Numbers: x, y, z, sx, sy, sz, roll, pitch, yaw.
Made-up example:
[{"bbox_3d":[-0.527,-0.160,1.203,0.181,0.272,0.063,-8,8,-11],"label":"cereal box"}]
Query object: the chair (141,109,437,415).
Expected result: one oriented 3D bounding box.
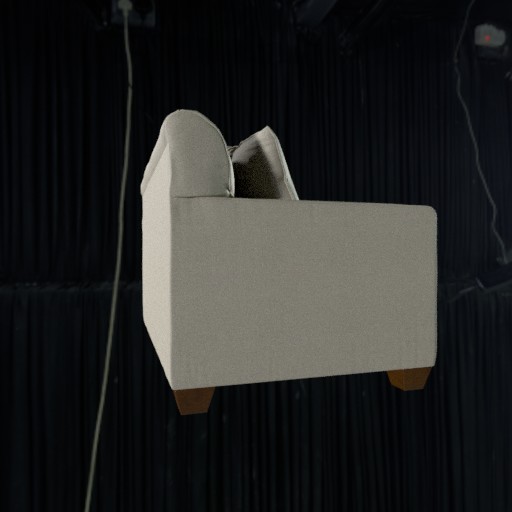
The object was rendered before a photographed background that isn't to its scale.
[{"bbox_3d":[0.000,0.000,2.089,1.000,0.948,1.383,0,0,-18],"label":"chair"}]
